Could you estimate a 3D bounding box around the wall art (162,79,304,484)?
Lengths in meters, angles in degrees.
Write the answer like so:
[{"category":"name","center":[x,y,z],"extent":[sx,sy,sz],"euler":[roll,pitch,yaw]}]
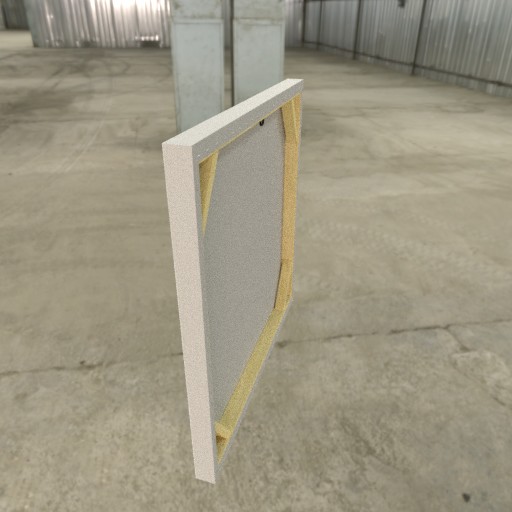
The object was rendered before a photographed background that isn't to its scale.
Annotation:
[{"category":"wall art","center":[0.000,0.000,0.910],"extent":[0.038,0.610,0.610],"euler":[9,30,15]}]
